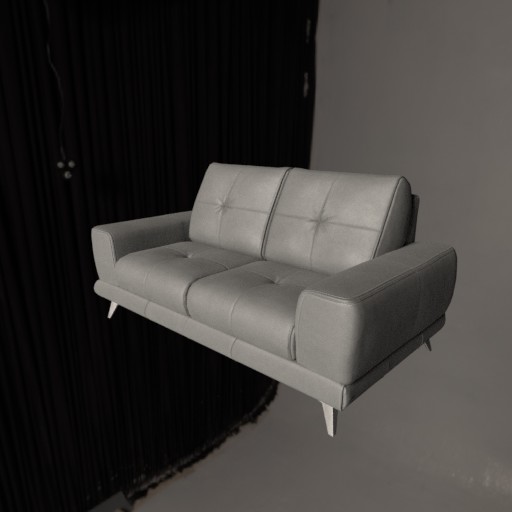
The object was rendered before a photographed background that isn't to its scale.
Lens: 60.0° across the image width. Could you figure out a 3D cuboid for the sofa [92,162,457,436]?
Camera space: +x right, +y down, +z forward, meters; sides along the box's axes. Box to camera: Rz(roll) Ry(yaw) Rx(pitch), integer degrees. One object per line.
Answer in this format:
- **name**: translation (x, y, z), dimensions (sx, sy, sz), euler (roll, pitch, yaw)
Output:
- **sofa**: translation (0.000, 0.000, 2.395), dimensions (1.806, 0.907, 1.018), euler (14, 21, 41)
